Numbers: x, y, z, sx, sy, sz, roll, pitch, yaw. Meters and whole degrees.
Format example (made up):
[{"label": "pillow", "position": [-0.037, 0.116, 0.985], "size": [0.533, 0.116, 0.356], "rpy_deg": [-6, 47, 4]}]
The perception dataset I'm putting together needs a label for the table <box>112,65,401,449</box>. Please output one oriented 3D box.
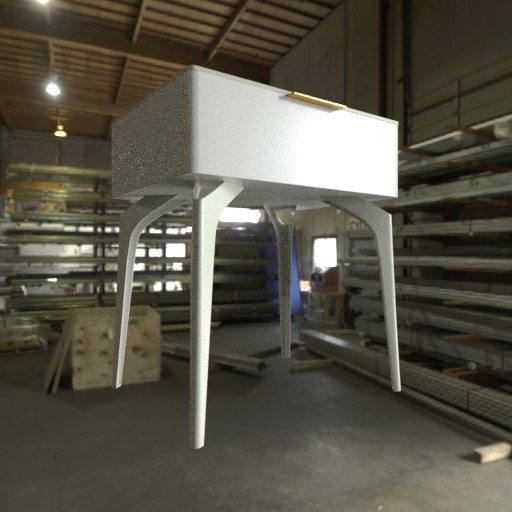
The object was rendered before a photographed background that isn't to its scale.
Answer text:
[{"label": "table", "position": [0.000, 0.000, 0.947], "size": [0.500, 0.570, 0.400], "rpy_deg": [0, 0, -35]}]
